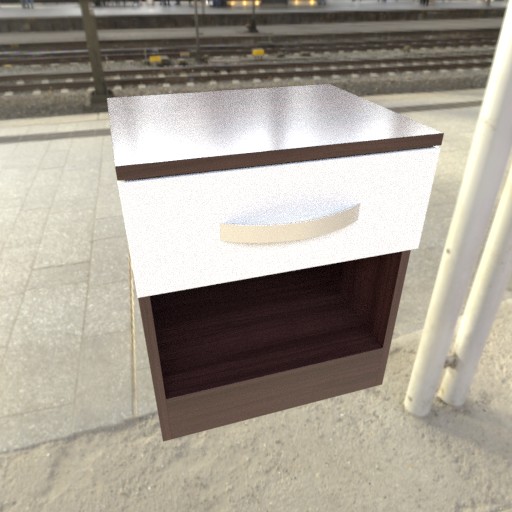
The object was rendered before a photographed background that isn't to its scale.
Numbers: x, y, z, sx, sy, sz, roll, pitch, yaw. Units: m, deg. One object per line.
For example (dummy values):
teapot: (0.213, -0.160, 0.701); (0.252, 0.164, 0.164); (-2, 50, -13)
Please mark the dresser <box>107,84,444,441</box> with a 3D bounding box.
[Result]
dresser: (0.000, 0.000, 0.754); (0.400, 0.470, 0.360); (-9, 33, -15)
